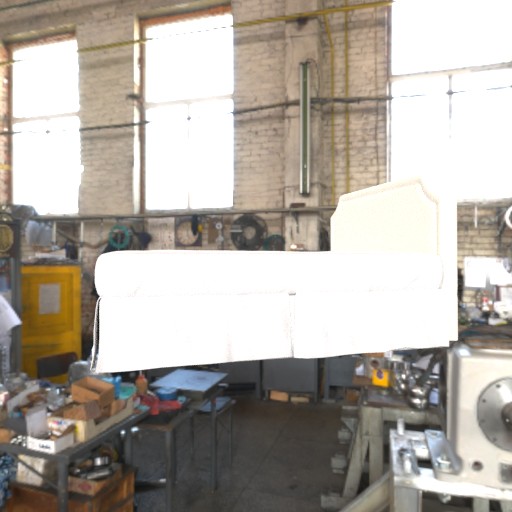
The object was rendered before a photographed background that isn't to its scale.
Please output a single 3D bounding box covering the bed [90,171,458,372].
[{"bbox_3d":[0.000,0.000,3.678,2.498,1.293,1.977,0,0,-17],"label":"bed"}]
